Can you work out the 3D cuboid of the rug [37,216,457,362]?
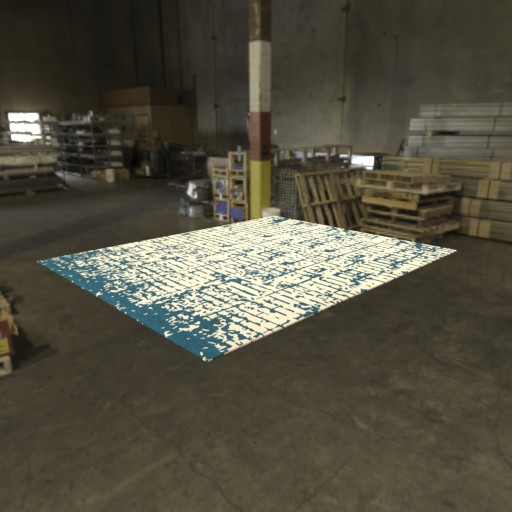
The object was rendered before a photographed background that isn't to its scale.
[{"bbox_3d":[0.000,0.000,4.063,3.017,0.014,2.416,-15,22,-42],"label":"rug"}]
